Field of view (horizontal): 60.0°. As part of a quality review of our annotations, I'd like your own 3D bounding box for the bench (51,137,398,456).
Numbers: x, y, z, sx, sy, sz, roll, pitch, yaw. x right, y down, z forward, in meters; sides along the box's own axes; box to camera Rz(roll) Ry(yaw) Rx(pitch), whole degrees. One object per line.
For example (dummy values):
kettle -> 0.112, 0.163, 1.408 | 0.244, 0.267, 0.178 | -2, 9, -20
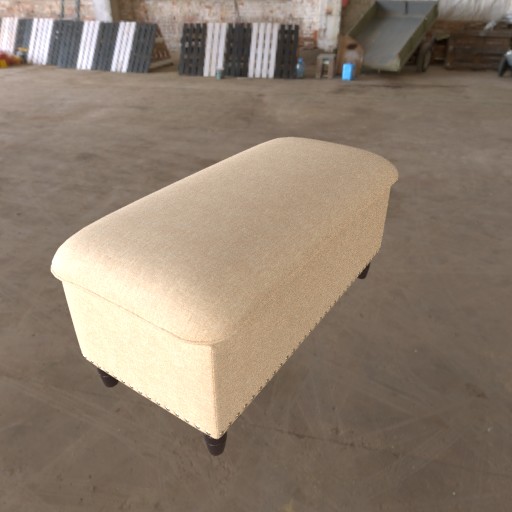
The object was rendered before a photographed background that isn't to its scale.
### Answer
bench -> 0.000, 0.000, 1.267 | 0.483, 0.483, 0.991 | 19, 37, 28
